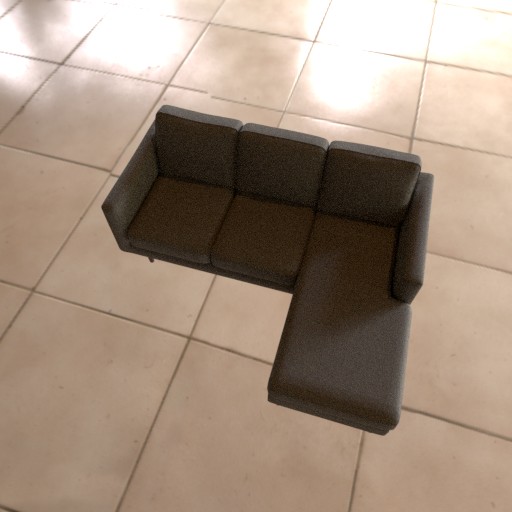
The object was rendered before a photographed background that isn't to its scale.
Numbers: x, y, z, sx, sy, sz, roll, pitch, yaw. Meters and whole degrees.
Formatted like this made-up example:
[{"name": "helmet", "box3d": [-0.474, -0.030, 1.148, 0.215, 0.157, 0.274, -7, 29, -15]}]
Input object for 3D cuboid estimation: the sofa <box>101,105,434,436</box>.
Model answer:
[{"name": "sofa", "box3d": [0.000, 0.000, 2.908, 2.055, 0.957, 1.667, 14, 58, 9]}]
